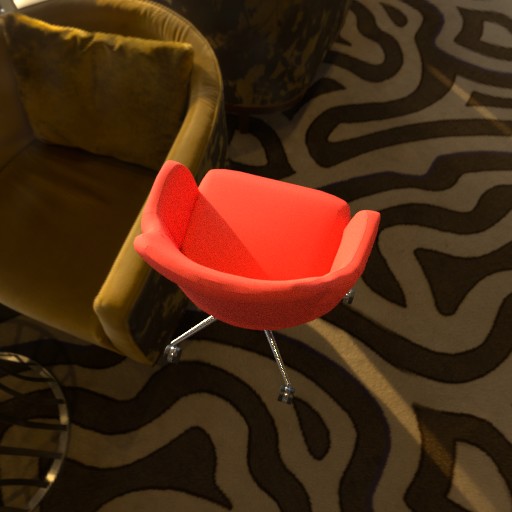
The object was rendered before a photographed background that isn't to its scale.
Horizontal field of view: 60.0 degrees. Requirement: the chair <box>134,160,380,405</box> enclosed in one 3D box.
[{"bbox_3d":[0.000,0.000,1.246,0.655,0.820,0.600,15,65,7],"label":"chair"}]
